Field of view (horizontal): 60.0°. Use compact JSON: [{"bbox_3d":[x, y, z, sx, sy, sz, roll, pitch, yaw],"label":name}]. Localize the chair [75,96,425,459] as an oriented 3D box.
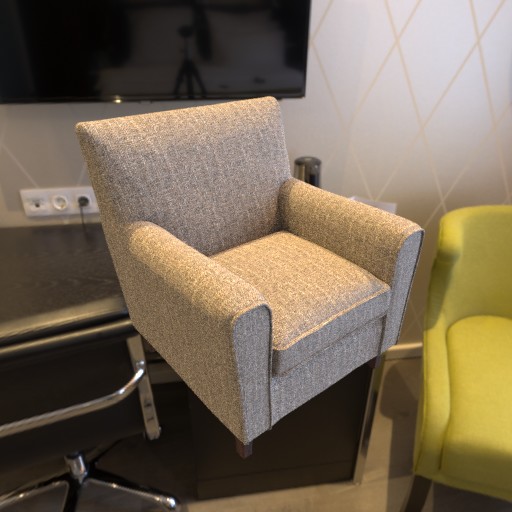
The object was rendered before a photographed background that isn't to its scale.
[{"bbox_3d":[0.000,0.000,1.626,0.864,0.928,0.873,-21,35,-33],"label":"chair"}]
